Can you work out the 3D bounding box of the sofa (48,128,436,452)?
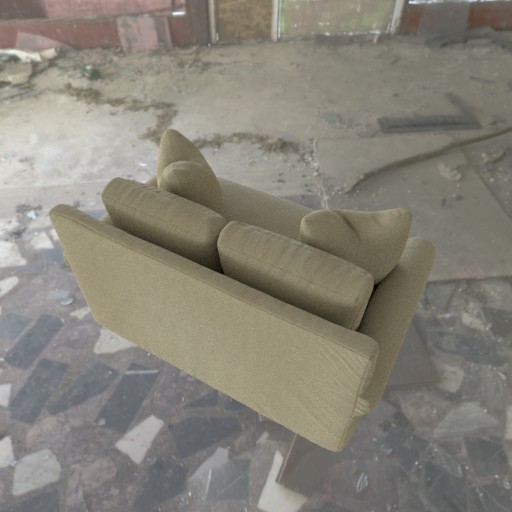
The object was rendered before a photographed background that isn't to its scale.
[{"bbox_3d":[0.000,0.000,2.178,1.550,0.905,1.070,22,50,20],"label":"sofa"}]
